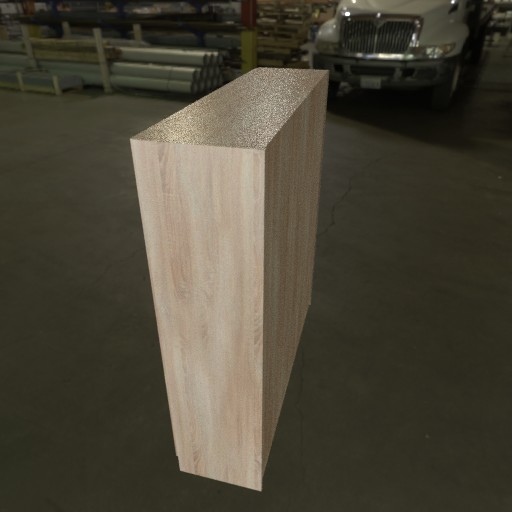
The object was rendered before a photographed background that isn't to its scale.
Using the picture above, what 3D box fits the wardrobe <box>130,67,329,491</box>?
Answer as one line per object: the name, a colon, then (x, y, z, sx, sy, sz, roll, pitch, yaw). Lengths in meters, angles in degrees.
wardrobe: (0.000, 0.000, 3.089, 0.598, 2.159, 1.998, 8, 32, 13)
